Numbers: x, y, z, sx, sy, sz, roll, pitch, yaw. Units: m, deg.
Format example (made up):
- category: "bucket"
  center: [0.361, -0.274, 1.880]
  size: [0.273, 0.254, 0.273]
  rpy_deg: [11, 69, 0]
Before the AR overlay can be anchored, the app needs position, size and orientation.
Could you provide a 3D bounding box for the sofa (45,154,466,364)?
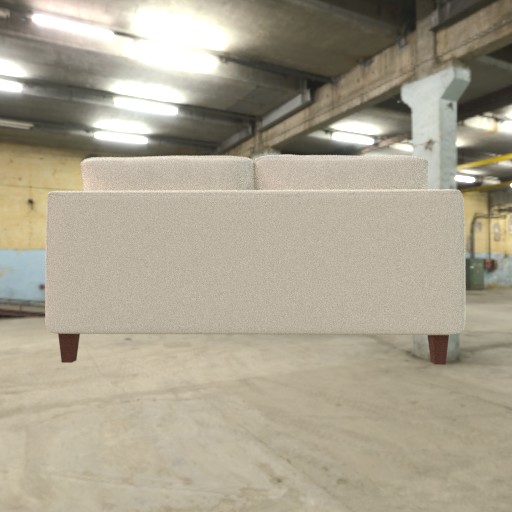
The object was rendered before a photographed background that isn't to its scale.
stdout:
- category: "sofa"
  center: [0.000, 0.000, 2.231]
  size: [1.702, 0.888, 0.964]
  rpy_deg: [0, -2, 2]
